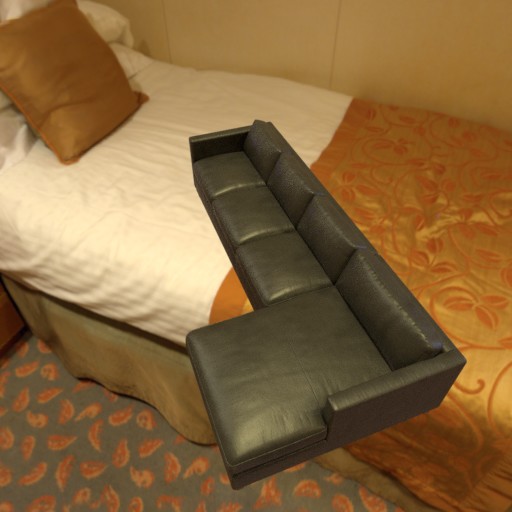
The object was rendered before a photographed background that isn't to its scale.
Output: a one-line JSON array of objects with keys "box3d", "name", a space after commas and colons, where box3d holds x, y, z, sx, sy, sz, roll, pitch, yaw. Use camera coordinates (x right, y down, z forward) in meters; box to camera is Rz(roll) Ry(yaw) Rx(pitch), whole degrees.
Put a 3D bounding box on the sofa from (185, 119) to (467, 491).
[{"box3d": [0.000, 0.000, 3.787, 1.581, 0.883, 3.203, -15, 47, -15], "name": "sofa"}]
